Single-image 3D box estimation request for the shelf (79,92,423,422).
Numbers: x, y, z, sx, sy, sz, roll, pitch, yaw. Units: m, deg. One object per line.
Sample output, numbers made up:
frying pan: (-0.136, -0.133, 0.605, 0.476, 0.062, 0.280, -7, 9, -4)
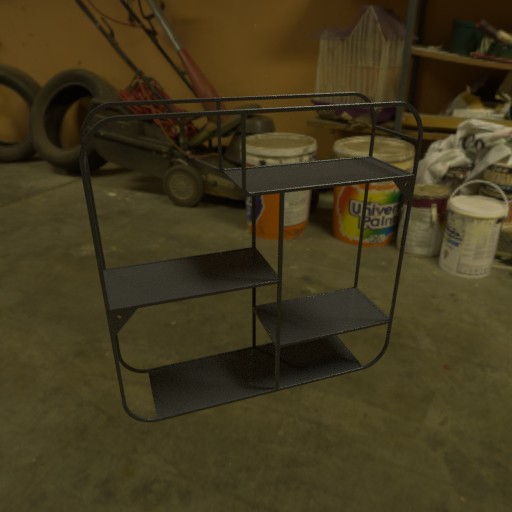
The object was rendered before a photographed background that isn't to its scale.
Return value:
shelf: (0.000, 0.000, 0.906, 0.600, 0.600, 0.160, -9, 28, -17)
